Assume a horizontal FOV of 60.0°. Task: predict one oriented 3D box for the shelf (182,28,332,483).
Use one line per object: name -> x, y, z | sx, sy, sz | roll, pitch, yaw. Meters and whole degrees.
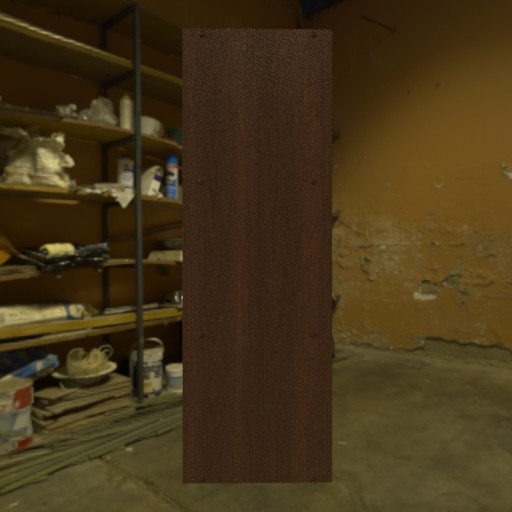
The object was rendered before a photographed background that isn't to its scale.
shelf -> 0.000, 0.000, 1.063 | 0.290, 0.879, 0.414 | 0, 0, -1
